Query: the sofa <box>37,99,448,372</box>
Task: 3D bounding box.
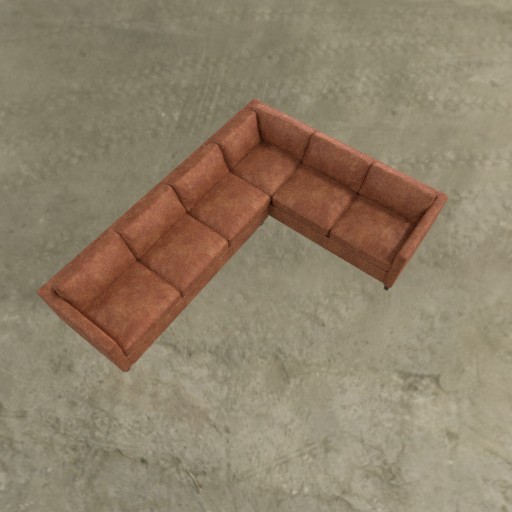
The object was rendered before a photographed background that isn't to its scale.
[{"bbox_3d":[0.000,0.000,4.343,2.438,0.838,3.167,33,64,18],"label":"sofa"}]
